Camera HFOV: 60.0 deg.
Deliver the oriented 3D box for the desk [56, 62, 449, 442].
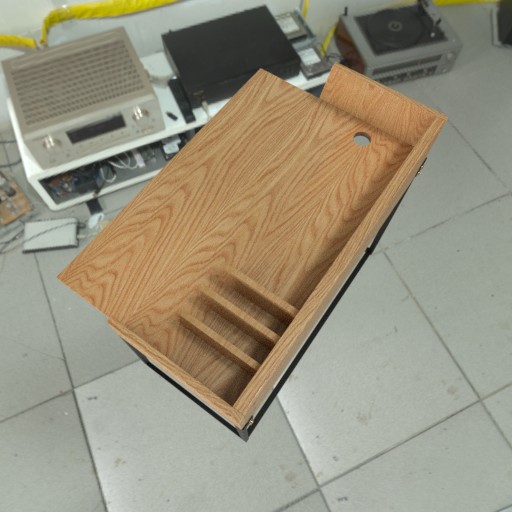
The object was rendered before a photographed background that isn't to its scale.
[{"bbox_3d":[0.000,0.000,1.857,0.769,1.061,1.191,33,69,14],"label":"desk"}]
